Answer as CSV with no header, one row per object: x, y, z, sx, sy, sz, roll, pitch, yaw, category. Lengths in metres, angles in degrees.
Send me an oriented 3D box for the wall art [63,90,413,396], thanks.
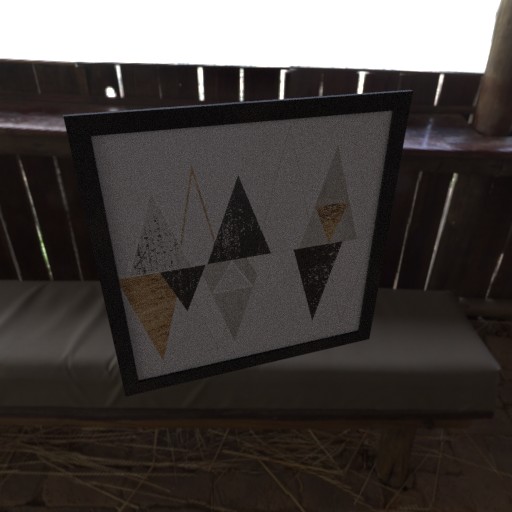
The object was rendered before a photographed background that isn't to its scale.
0.000,0.000,1.224,0.823,0.823,0.013,-10,33,-15,wall art
